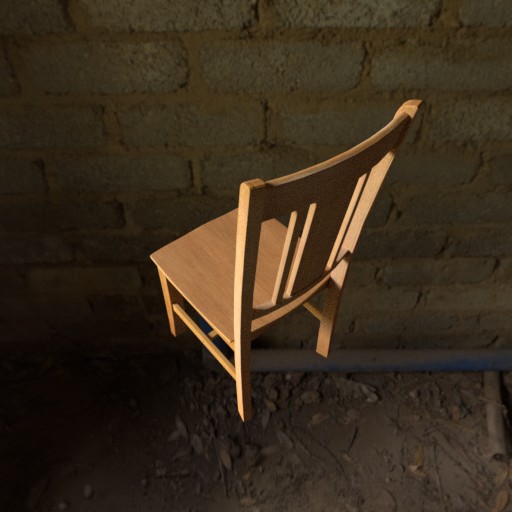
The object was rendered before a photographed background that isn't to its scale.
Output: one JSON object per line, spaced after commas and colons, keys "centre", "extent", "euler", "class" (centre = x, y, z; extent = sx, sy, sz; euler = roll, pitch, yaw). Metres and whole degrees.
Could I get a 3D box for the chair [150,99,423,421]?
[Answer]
{"centre": [0.000, 0.000, 1.280], "extent": [0.450, 0.998, 0.556], "euler": [-31, 53, -27], "class": "chair"}
